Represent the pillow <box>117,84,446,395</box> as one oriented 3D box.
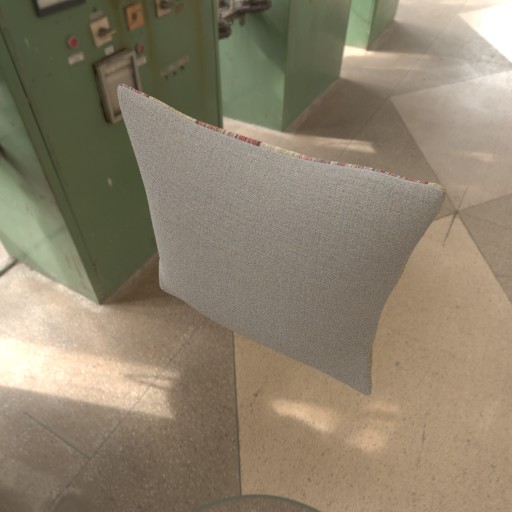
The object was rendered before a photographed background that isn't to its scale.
[{"bbox_3d":[0.000,0.000,0.650,0.437,0.419,0.136,24,50,21],"label":"pillow"}]
